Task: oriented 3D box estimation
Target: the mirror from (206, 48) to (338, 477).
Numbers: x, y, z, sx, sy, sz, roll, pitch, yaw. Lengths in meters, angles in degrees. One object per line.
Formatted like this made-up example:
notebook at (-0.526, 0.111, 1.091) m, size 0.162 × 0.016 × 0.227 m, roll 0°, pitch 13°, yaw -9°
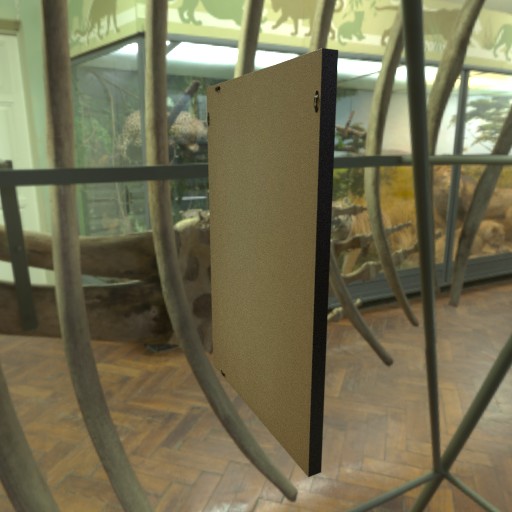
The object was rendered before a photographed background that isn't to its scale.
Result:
mirror at (0.000, 0.000, 1.186) m, size 0.041 × 0.915 × 0.609 m, roll -7°, pitch 15°, yaw -26°
